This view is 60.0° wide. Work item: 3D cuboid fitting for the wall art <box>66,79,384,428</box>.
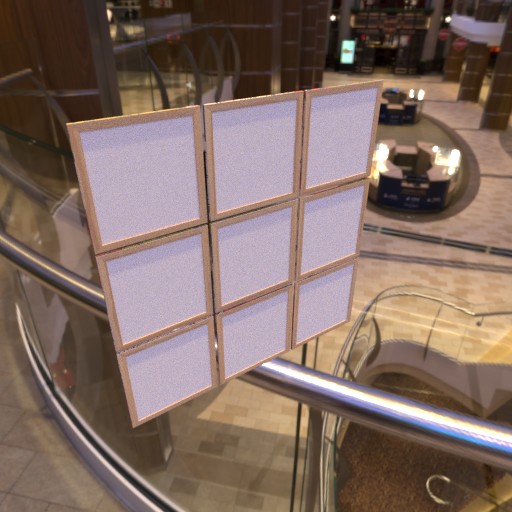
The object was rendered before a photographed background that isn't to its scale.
[{"bbox_3d":[0.000,0.000,2.233,1.519,1.534,0.013,-19,36,-29],"label":"wall art"}]
